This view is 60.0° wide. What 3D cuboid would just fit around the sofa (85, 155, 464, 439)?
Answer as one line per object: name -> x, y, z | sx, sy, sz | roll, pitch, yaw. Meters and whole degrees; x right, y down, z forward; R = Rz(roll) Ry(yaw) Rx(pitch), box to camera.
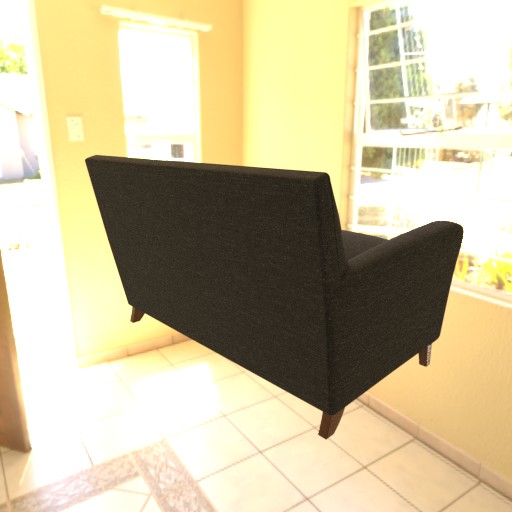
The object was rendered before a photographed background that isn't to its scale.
sofa -> 0.000, 0.000, 1.941 | 0.875, 0.846, 1.420 | -14, 21, -42
